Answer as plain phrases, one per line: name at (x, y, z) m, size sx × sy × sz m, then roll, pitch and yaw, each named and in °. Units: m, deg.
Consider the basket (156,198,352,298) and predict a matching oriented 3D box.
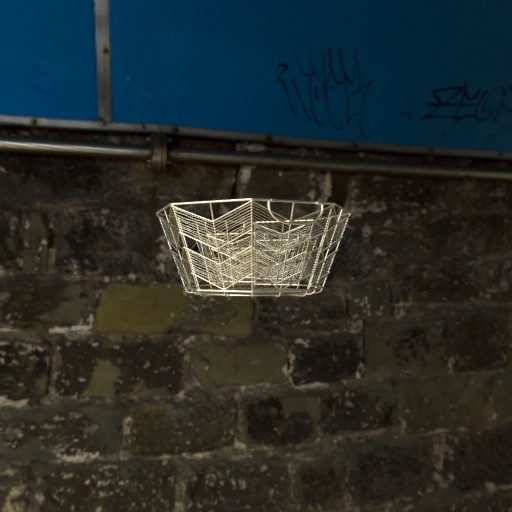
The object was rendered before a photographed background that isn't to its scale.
basket at (0.000, 0.000, 1.381) m, size 0.432 × 0.178 × 1.246 m, roll 0°, pitch -1°, yaw 1°
